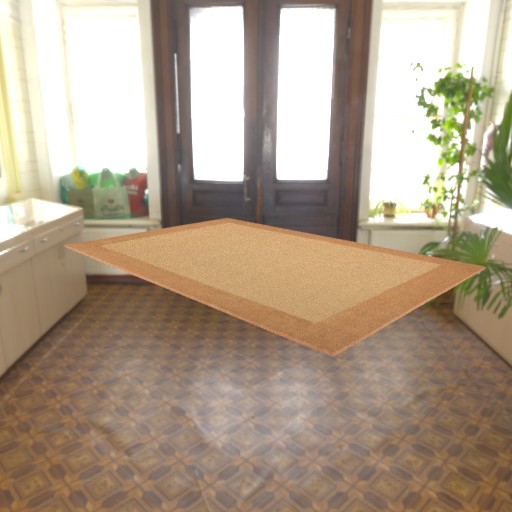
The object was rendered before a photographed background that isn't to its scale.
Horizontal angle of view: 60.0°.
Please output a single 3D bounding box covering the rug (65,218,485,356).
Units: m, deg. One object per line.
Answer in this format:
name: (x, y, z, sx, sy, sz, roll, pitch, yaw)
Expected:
rug: (0.000, 0.000, 2.287, 1.829, 0.014, 1.219, 15, 21, 43)
